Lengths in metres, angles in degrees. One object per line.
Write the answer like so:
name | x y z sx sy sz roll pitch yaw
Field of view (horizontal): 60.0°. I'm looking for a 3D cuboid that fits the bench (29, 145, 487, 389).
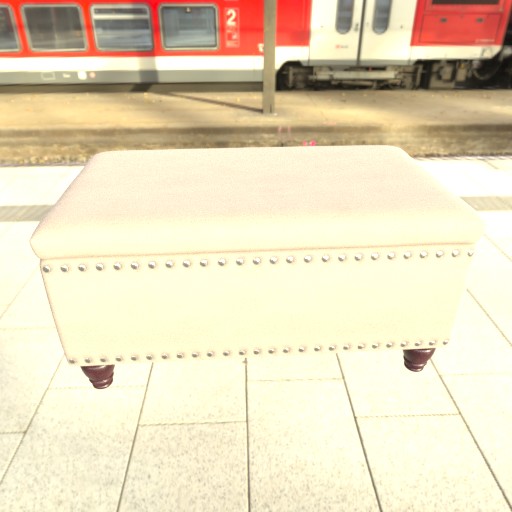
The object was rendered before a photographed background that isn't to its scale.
bench | 0.000 0.000 1.156 0.887 0.449 0.500 -2 30 -4
